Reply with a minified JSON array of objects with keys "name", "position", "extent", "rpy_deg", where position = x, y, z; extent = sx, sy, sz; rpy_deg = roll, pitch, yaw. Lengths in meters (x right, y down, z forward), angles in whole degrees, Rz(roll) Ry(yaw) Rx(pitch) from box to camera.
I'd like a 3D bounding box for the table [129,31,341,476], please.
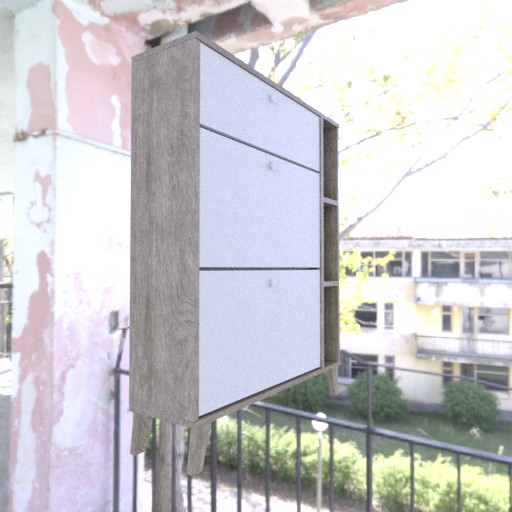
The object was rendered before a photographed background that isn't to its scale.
[{"name":"table","position":[0.000,0.000,1.565],"extent":[0.256,1.135,0.902],"rpy_deg":[-1,-2,34]}]
